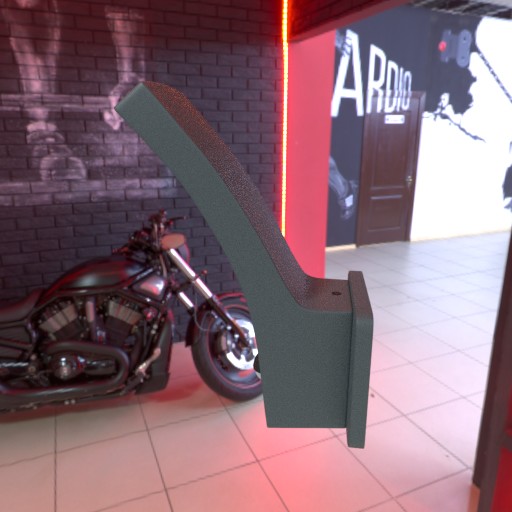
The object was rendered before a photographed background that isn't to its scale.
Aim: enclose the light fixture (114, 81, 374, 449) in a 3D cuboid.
[{"bbox_3d":[0.000,0.000,0.332,0.174,0.243,0.108,2,15,8],"label":"light fixture"}]
